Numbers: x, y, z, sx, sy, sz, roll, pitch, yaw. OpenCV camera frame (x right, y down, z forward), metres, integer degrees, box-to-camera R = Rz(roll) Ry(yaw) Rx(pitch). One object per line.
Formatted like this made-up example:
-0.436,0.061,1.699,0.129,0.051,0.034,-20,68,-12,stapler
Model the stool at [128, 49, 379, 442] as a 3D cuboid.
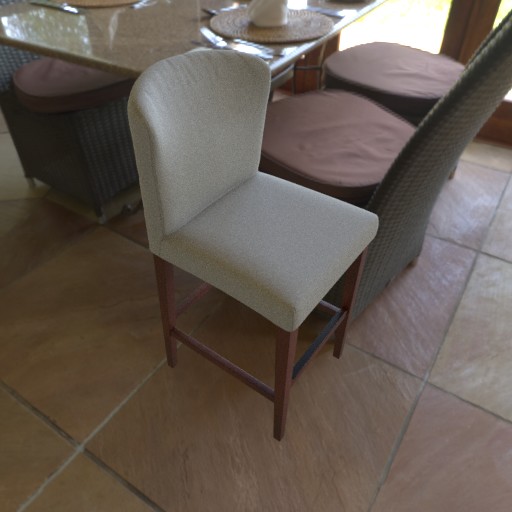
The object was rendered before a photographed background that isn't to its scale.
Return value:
0.000,0.000,1.359,0.568,1.069,0.479,26,48,26,stool
